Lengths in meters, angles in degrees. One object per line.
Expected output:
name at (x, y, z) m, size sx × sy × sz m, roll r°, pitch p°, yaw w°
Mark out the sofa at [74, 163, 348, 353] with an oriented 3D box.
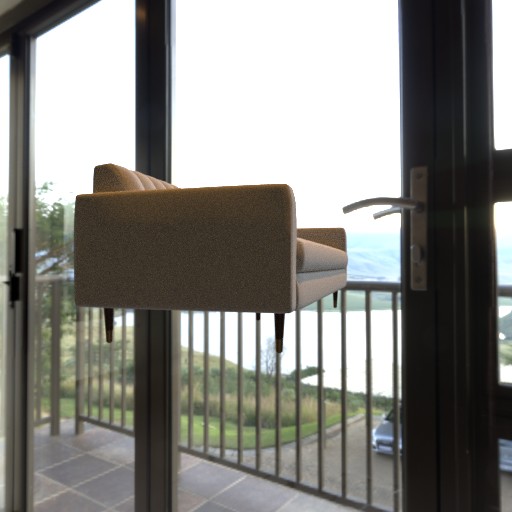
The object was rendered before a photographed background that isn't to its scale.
sofa at (0.000, 0.000, 2.831) m, size 0.990 × 0.821 × 2.291 m, roll 0°, pitch -1°, yaw 17°
